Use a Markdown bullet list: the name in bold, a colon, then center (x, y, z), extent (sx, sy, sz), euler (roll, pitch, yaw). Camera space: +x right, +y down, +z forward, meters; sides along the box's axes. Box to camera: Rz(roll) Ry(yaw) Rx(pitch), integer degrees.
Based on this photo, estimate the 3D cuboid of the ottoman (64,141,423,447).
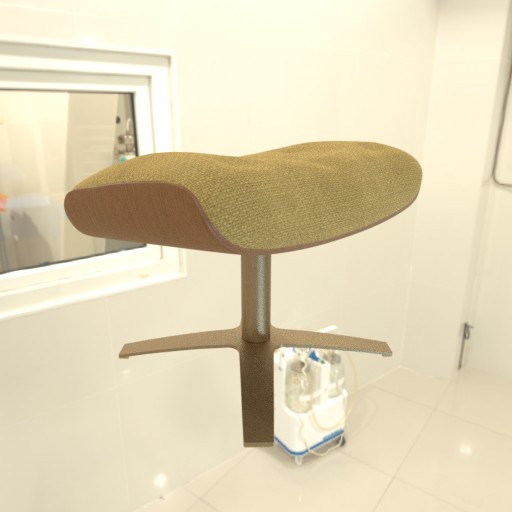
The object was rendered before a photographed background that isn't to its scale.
- **ottoman**: center (0.000, 0.000, 0.798), extent (0.394, 0.391, 0.520), euler (16, 24, 42)
